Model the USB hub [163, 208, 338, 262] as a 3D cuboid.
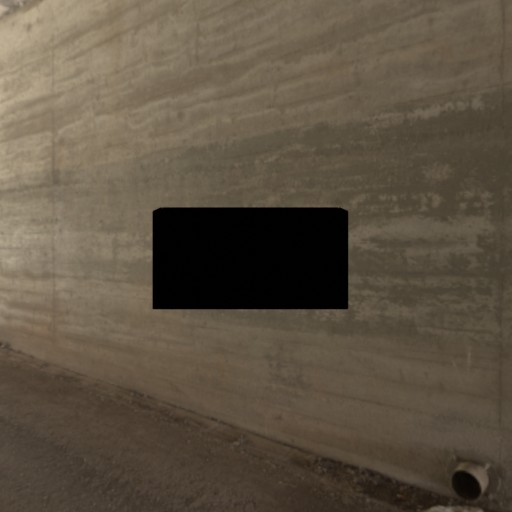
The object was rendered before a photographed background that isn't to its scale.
[{"bbox_3d":[0.000,0.000,0.159,0.044,0.023,0.145,0,0,1],"label":"USB hub"}]
